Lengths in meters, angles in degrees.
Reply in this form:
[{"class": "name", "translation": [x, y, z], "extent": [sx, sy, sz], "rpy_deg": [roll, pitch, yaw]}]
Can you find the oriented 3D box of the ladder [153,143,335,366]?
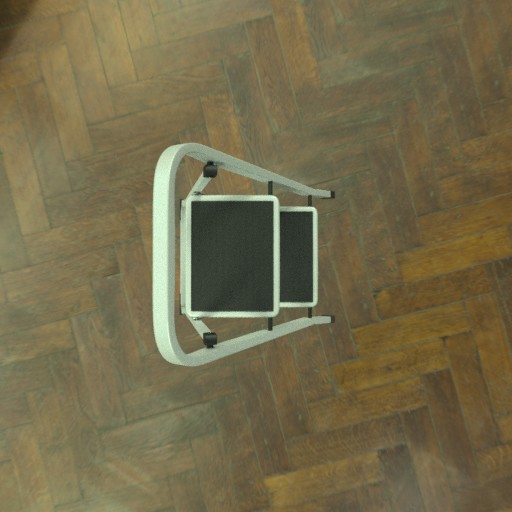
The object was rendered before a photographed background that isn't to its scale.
[{"class": "ladder", "translation": [0.000, 0.000, 1.152], "extent": [0.544, 0.810, 0.460], "rpy_deg": [0, 89, 1]}]
